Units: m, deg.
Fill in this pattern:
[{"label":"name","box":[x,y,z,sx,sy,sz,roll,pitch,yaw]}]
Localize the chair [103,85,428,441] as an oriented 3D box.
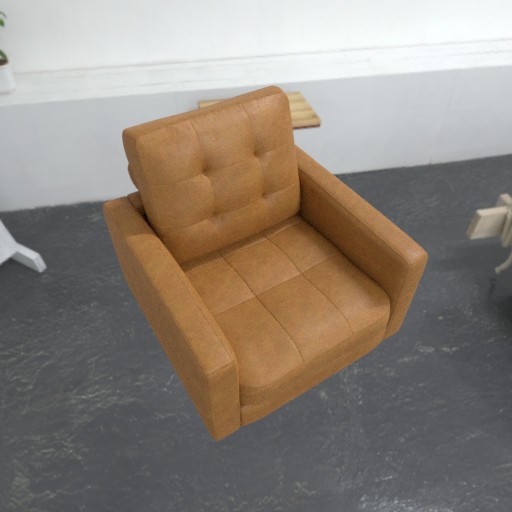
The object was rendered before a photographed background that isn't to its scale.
[{"label":"chair","box":[0.000,0.000,1.580,0.831,0.896,0.868,-24,51,-21]}]
